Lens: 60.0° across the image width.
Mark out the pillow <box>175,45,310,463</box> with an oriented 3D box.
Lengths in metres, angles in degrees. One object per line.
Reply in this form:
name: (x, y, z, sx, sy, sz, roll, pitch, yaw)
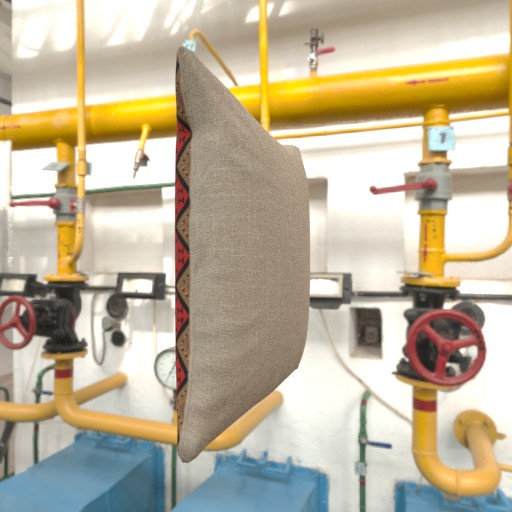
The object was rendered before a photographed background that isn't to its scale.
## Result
pillow: (0.000, 0.000, 0.777, 0.158, 0.511, 0.513, 0, 0, 21)
